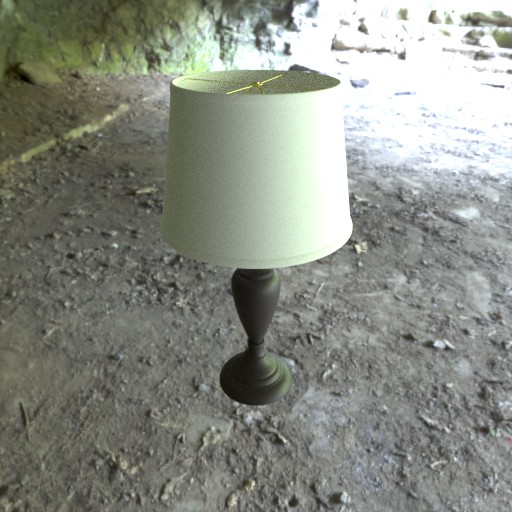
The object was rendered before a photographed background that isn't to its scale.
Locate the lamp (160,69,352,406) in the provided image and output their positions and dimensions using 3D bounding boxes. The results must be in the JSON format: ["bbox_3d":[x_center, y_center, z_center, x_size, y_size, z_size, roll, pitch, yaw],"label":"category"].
[{"bbox_3d":[0.000,0.000,0.820,0.335,0.611,0.335,0,29,0],"label":"lamp"}]
